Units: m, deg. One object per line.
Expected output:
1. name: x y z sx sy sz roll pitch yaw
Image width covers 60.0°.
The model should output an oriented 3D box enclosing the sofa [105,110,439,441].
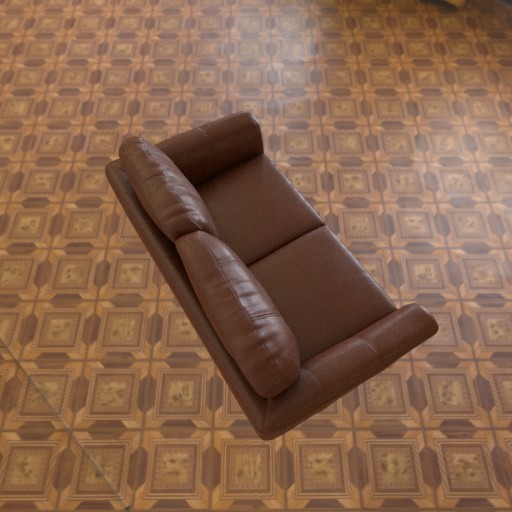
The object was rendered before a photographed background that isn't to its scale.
1. sofa: 0.000 0.000 1.973 0.805 0.906 1.406 -29 64 -16
